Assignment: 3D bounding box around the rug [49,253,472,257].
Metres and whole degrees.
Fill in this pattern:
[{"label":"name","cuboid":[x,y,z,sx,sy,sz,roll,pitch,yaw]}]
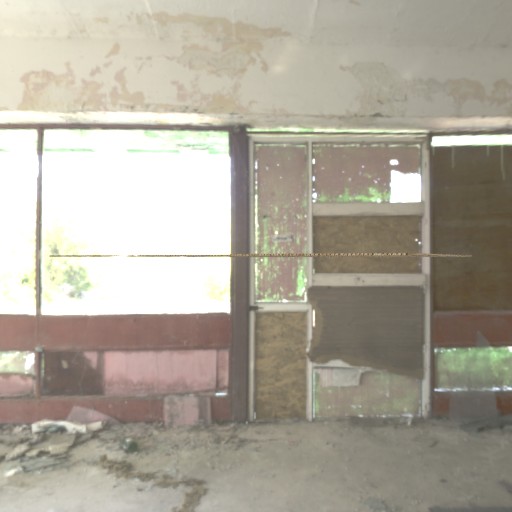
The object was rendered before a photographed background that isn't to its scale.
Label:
[{"label":"rug","cuboid":[0.000,0.000,3.008,2.439,0.011,1.533,0,0,34]}]
